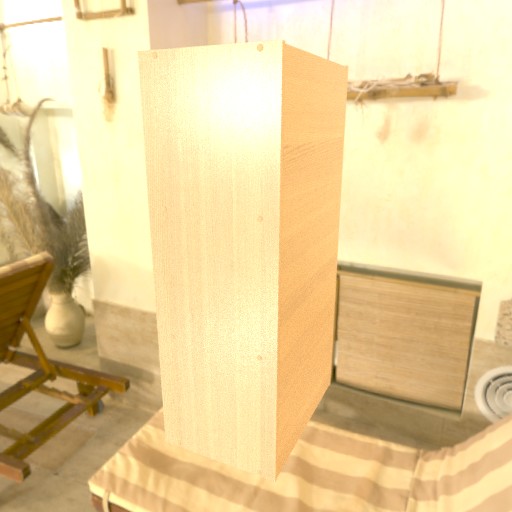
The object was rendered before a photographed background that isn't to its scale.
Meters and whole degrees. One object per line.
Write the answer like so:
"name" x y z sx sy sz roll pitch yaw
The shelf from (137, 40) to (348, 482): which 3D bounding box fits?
"shelf" 0.000 0.000 1.074 0.292 0.876 0.417 8 19 24
